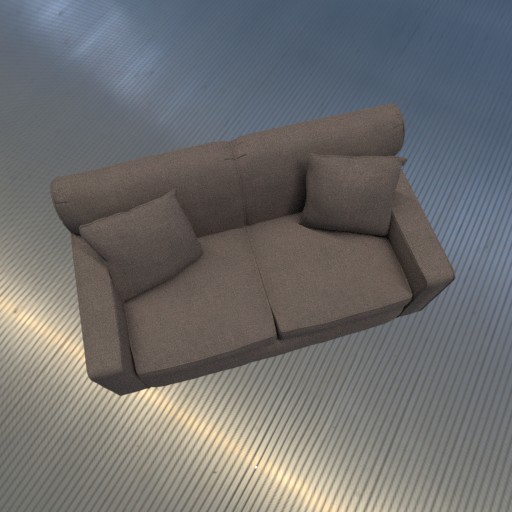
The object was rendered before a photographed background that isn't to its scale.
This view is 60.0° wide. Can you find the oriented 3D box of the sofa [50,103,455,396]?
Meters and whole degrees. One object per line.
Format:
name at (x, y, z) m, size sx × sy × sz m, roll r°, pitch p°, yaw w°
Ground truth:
sofa at (0.000, 0.000, 2.438) m, size 1.846 × 0.958 × 1.000 m, roll -14°, pitch 65°, yaw -7°
